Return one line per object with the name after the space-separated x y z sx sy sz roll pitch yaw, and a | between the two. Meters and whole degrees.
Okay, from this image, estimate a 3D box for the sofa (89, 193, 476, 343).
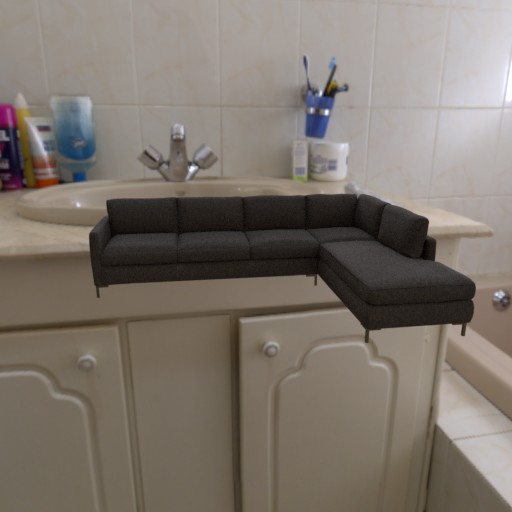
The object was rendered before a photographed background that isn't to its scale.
0.000 0.000 3.911 2.949 0.815 2.007 -2 17 -8 | sofa
